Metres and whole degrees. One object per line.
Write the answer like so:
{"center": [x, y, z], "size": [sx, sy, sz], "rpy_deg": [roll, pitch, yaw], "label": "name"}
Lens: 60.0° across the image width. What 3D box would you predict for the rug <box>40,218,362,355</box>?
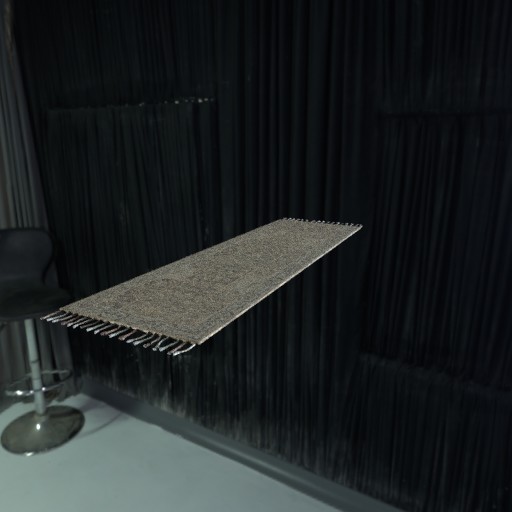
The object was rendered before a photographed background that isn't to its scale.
{"center": [0.000, 0.000, 2.895], "size": [0.762, 0.011, 2.664], "rpy_deg": [8, 17, 26], "label": "rug"}
